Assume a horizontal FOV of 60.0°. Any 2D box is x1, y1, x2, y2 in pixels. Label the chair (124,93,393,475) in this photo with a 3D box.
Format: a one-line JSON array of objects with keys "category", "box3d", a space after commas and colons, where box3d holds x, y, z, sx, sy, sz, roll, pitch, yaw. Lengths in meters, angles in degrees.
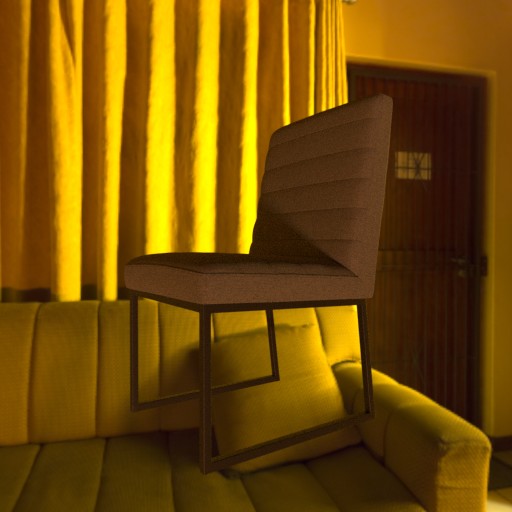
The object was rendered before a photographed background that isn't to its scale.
[{"category": "chair", "box3d": [0.000, 0.000, 1.303, 0.634, 0.930, 0.520, -1, 1, -35]}]
